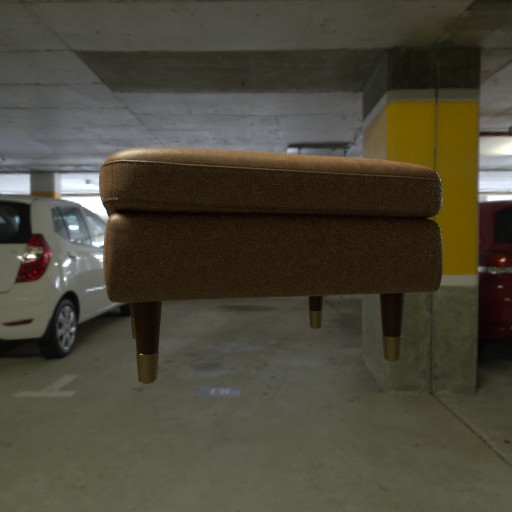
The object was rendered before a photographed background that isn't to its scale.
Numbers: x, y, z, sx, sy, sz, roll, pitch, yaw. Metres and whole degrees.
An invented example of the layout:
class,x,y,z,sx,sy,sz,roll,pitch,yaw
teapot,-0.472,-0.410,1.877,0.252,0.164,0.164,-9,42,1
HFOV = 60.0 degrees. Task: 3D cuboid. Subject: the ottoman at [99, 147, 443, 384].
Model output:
class,x,y,z,sx,sy,sz,roll,pitch,yaw
ottoman,0.000,0.000,1.135,0.747,0.478,0.593,0,1,-17
